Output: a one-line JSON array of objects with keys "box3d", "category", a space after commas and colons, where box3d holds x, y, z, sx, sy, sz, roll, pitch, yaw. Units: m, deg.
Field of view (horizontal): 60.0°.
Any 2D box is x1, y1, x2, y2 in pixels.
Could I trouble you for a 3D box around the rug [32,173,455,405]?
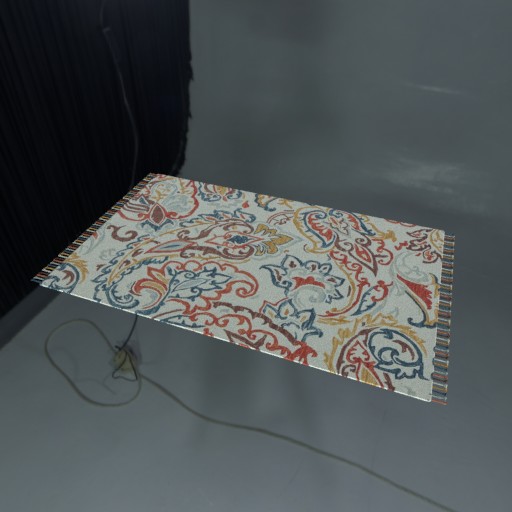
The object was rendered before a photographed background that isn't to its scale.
[{"box3d": [0.000, 0.000, 3.095, 2.584, 0.010, 1.523, 13, 42, 16], "category": "rug"}]
